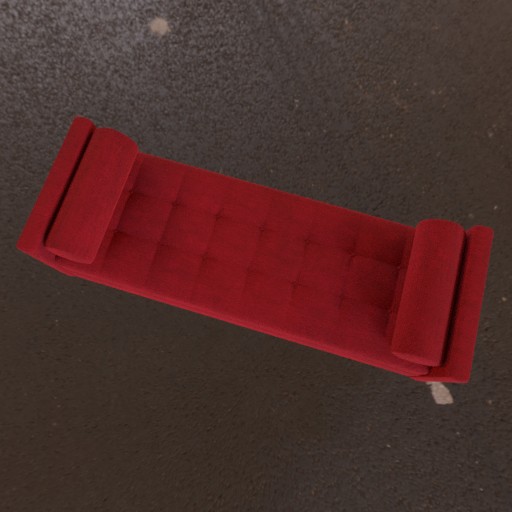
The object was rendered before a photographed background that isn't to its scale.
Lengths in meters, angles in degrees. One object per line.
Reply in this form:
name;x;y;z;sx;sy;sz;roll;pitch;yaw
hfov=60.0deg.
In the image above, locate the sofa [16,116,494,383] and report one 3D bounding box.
sofa;0.000;0.000;2.214;1.981;0.635;0.686;16;75;4
